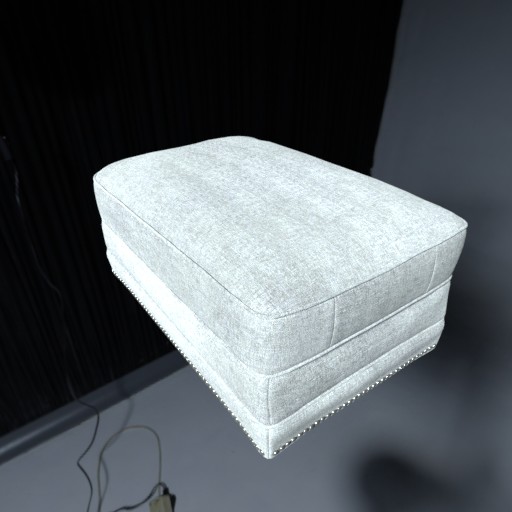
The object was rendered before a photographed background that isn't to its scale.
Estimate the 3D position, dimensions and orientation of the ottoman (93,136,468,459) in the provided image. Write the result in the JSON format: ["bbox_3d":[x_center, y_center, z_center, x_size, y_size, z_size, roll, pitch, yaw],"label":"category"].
[{"bbox_3d":[0.000,0.000,1.138,0.561,0.457,0.813,-21,37,-30],"label":"ottoman"}]
